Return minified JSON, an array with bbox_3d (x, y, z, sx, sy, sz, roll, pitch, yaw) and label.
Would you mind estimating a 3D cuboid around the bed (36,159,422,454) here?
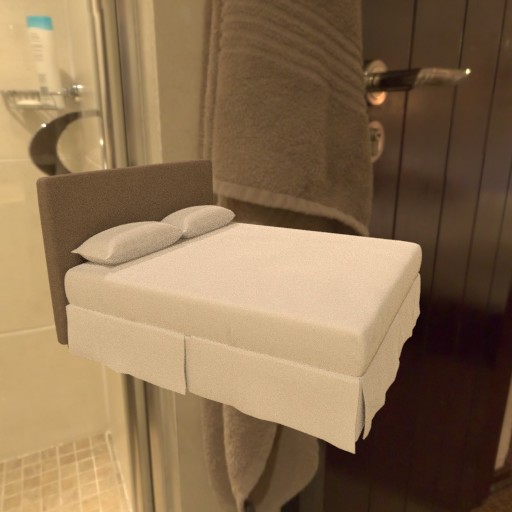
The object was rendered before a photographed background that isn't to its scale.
[{"bbox_3d":[0.000,0.000,3.486,2.341,1.317,2.119,8,18,26],"label":"bed"}]
